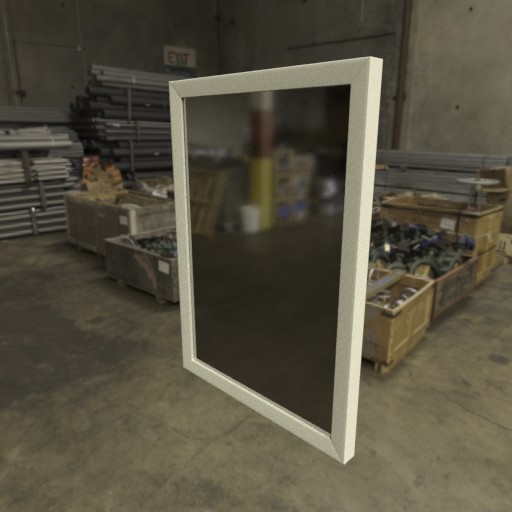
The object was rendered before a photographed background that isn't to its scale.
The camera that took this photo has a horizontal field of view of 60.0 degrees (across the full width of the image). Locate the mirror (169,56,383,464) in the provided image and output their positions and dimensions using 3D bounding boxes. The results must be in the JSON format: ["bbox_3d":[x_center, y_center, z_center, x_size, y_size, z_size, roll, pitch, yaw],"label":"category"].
[{"bbox_3d":[0.000,0.000,0.923,0.507,0.710,0.040,15,22,43],"label":"mirror"}]
